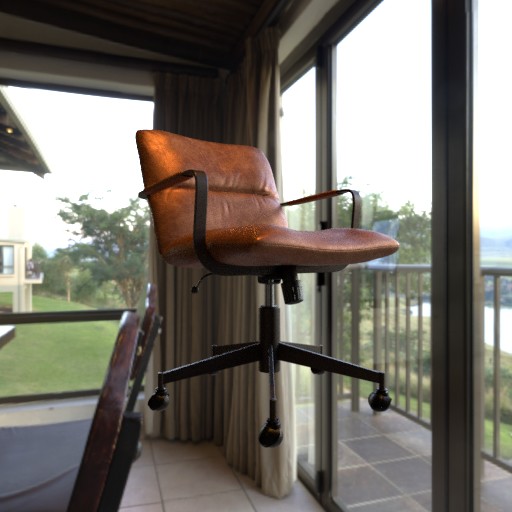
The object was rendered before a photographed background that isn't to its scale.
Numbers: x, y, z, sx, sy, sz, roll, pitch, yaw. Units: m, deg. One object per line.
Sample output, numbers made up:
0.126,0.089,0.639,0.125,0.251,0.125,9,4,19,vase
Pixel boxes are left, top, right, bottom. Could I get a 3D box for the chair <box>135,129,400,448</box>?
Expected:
0.000,0.000,1.471,0.727,0.922,0.754,0,0,-36,chair
